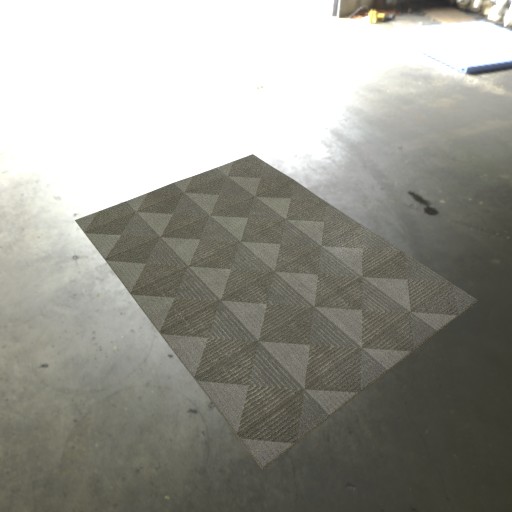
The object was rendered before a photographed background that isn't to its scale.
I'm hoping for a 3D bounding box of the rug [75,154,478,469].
[{"bbox_3d":[0.000,0.000,4.379,2.428,0.027,3.333,-27,48,-27],"label":"rug"}]
